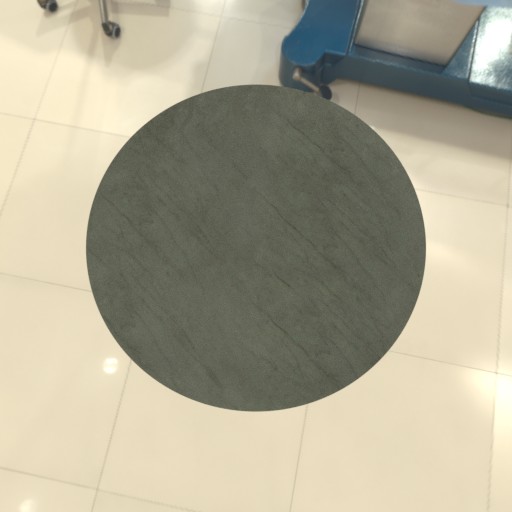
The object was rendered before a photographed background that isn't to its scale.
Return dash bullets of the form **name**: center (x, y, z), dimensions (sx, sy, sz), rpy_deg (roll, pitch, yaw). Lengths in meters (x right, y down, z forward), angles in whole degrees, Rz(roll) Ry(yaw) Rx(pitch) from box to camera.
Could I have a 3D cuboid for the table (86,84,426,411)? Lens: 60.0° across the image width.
- **table**: center (0.000, 0.000, 1.265), dimensions (0.800, 0.450, 0.800), rpy_deg (0, 76, 0)
